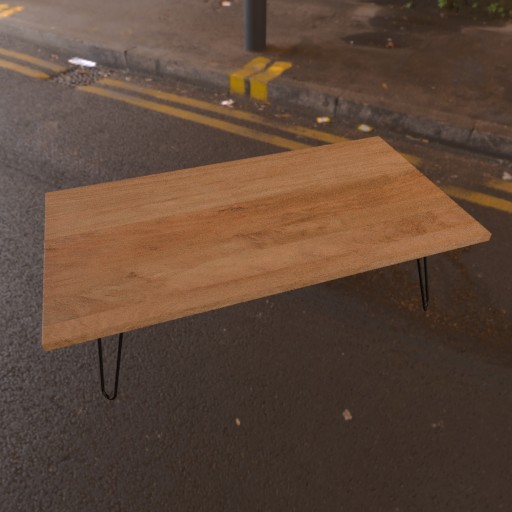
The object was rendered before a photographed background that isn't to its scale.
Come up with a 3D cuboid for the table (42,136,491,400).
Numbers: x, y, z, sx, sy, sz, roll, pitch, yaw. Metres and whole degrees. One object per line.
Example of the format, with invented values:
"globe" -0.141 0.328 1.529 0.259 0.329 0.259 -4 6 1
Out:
"table" 0.000 0.000 1.628 1.348 0.400 0.699 -13 44 -14
